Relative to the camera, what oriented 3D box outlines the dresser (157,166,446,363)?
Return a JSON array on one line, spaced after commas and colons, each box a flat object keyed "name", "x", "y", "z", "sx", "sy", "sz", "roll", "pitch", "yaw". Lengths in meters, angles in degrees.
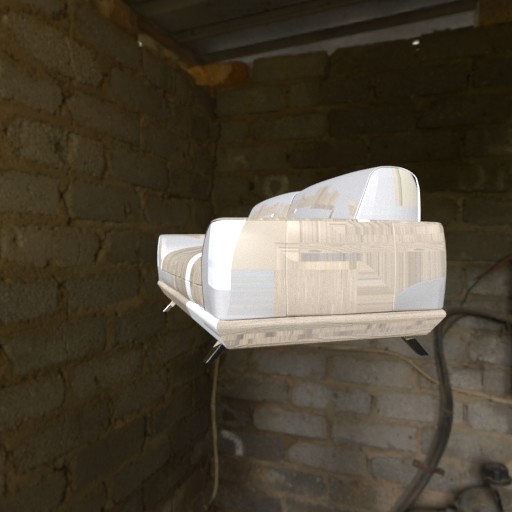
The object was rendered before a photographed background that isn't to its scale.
[{"name": "dresser", "x": 0.000, "y": 0.000, "z": 5.933, "sx": 2.251, "sy": 1.863, "sz": 4.679, "roll": 0, "pitch": 1, "yaw": -18}]
